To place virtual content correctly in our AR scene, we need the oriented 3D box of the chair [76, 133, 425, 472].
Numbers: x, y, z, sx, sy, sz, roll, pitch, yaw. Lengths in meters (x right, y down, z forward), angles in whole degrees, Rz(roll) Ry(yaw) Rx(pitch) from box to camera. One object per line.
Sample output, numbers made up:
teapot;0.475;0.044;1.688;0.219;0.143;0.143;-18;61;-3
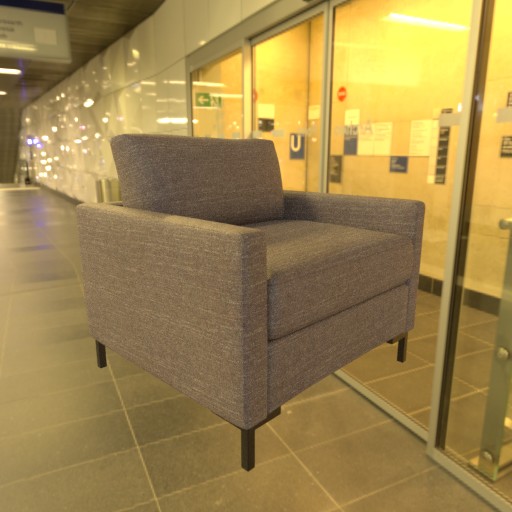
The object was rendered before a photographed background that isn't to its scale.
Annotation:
chair;0.000;0.000;1.577;0.845;0.841;0.940;13;18;43
